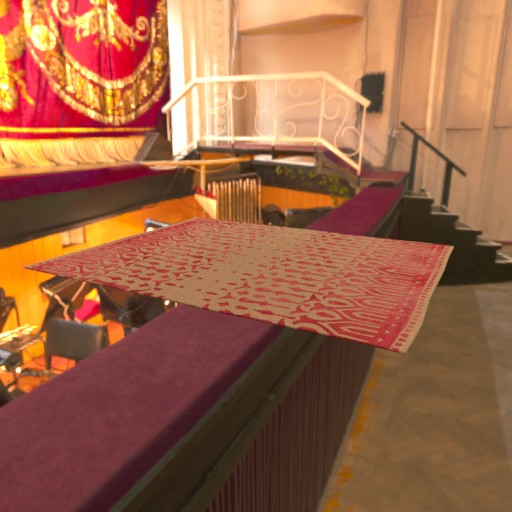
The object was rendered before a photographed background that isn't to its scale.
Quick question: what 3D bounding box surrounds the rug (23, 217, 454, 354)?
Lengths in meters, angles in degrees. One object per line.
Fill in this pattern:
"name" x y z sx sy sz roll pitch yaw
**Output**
"rug" 0.000 0.000 3.987 3.095 0.016 2.441 9 18 27
